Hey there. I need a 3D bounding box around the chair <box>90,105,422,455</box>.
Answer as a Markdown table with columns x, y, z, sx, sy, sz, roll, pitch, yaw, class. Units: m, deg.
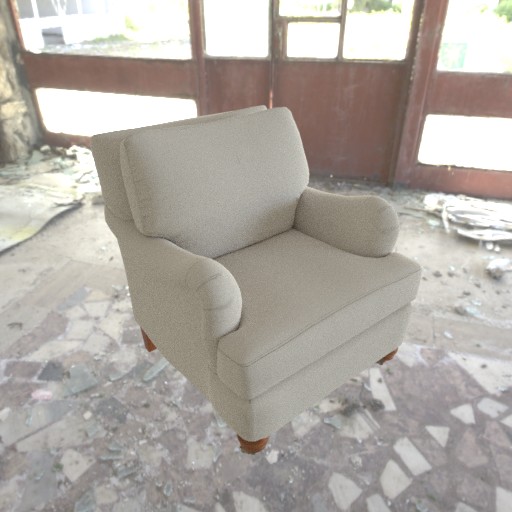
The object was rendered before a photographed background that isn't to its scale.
| x | y | z | sx | sy | sz | roll | pitch | yaw | class |
| --- | --- | --- | --- | --- | --- | --- | --- | --- | --- |
| 0.000 | 0.000 | 1.867 | 0.955 | 1.038 | 1.070 | -22 | 37 | -32 | chair |
